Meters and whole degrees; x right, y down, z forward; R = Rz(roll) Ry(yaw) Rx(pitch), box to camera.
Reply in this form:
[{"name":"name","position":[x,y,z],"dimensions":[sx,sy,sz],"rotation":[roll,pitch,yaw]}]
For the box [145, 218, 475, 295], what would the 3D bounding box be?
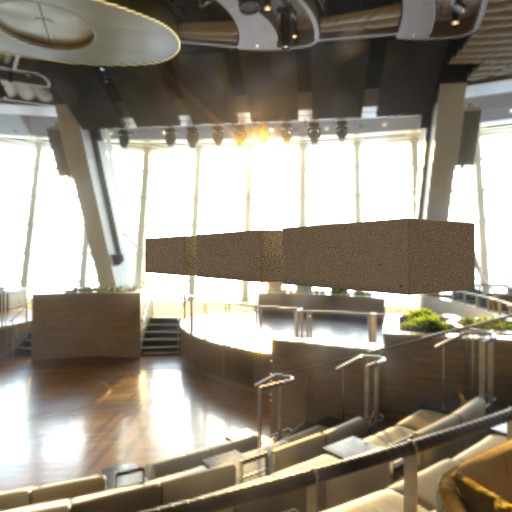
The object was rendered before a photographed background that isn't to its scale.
[{"name":"box","position":[0.000,0.000,0.501],"dimensions":[0.082,0.051,0.461],"rotation":[0,0,-35]}]
